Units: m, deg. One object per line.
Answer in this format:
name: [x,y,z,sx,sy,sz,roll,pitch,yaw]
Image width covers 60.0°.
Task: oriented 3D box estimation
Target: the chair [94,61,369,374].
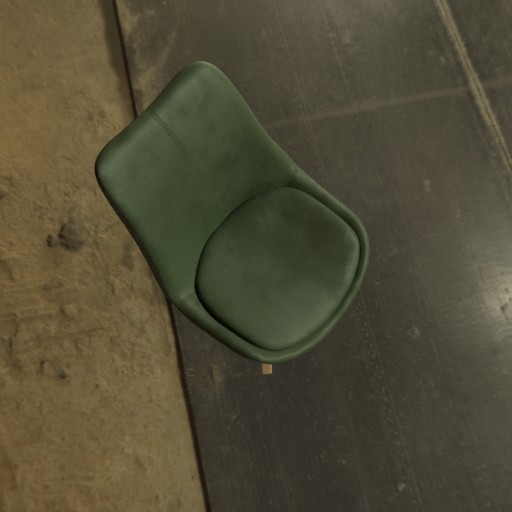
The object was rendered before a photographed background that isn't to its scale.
chair: [0.000,0.000,1.187,0.547,0.865,0.483,38,78,10]
